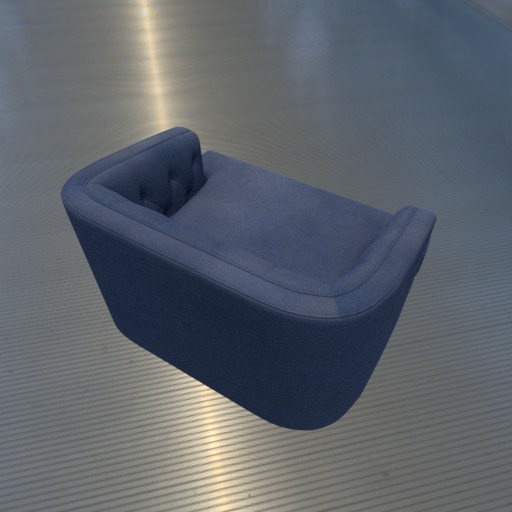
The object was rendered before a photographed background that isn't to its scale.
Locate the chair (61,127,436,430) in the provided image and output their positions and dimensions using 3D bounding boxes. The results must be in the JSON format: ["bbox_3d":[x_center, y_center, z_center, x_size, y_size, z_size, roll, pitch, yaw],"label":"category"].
[{"bbox_3d":[0.000,0.000,1.718,1.118,0.787,0.914,24,50,22],"label":"chair"}]
